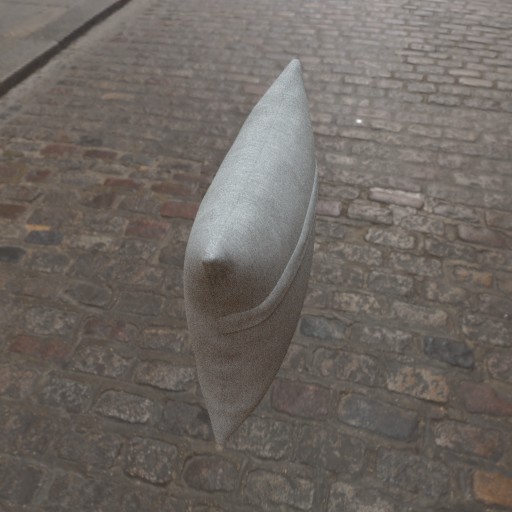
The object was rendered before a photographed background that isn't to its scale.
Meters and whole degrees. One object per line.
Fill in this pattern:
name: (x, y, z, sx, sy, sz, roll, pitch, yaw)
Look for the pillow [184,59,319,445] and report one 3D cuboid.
pillow: (0.000, 0.000, 0.687, 0.173, 0.436, 0.433, 10, 47, 9)
